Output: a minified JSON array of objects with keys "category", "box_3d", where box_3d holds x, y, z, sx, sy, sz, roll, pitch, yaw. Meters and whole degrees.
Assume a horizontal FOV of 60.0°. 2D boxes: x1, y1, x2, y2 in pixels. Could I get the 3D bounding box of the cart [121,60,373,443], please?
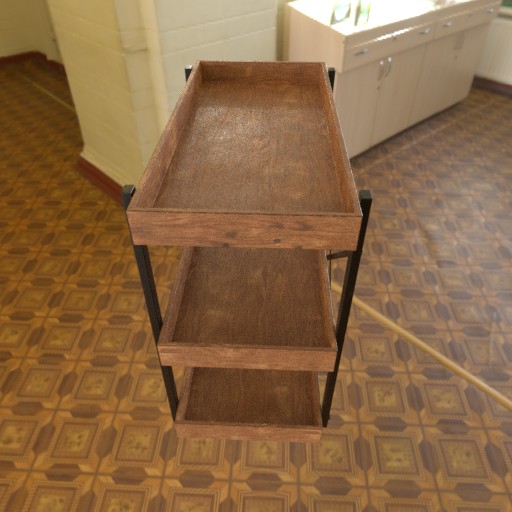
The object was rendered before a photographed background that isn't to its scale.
[{"category":"cart","box_3d":[0.000,0.000,1.215,0.411,0.800,0.750,2,40,2]}]
